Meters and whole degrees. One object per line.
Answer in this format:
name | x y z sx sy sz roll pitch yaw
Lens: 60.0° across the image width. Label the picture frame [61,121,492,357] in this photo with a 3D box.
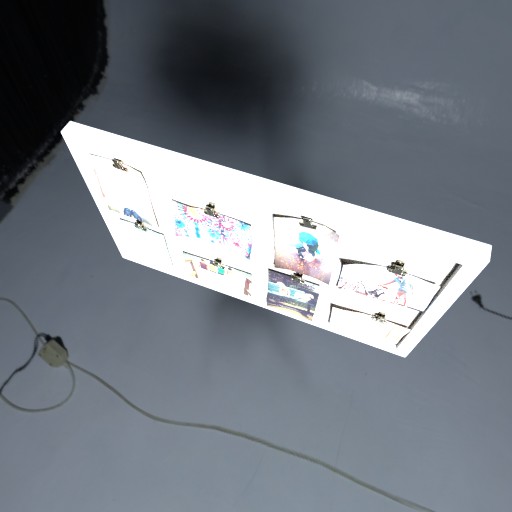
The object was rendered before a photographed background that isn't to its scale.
picture frame | 0.000 0.000 0.792 0.647 0.379 0.044 18 60 11
